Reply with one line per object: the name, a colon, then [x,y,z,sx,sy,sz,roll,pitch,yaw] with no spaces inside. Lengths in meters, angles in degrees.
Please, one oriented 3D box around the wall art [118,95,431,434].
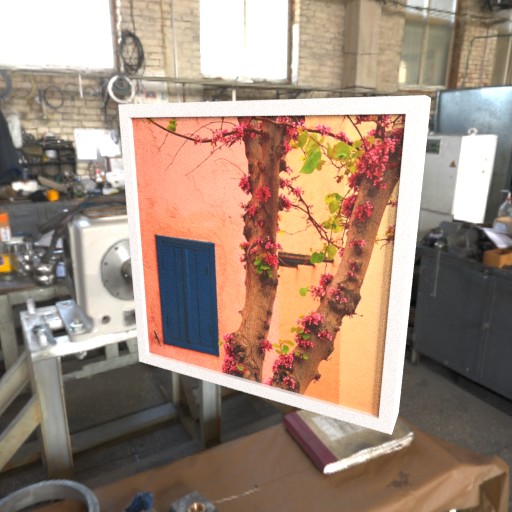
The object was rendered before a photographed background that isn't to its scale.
wall art: [0.000,0.000,0.458,0.305,0.302,0.038,8,18,26]
